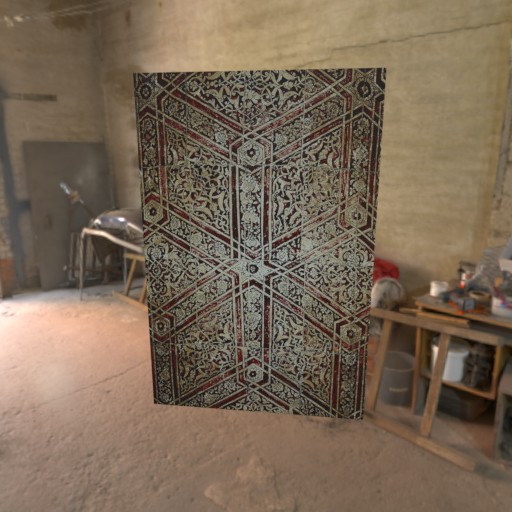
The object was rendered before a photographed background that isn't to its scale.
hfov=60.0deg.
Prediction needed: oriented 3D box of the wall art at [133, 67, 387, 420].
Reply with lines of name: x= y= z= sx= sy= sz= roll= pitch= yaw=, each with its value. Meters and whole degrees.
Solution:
wall art: x=0.000 y=0.000 z=1.163 sx=0.599 sy=0.904 sz=0.030 roll=2 pitch=14 yaw=7
